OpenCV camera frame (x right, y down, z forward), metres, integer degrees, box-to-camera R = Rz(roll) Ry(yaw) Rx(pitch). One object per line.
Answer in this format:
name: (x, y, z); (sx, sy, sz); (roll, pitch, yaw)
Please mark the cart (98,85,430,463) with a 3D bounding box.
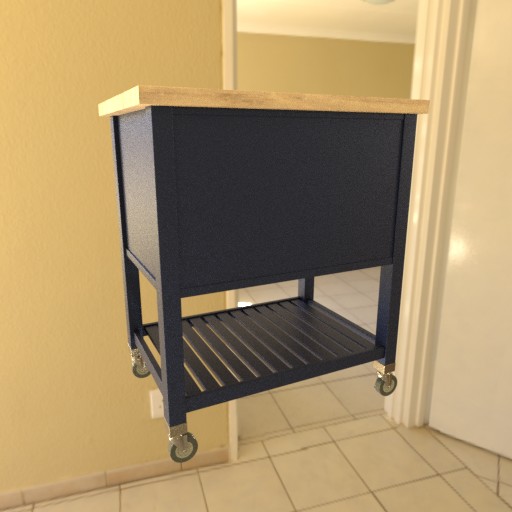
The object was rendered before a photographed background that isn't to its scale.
cart: (0.000, 0.000, 1.402); (0.797, 0.920, 0.567); (-7, 17, -26)
